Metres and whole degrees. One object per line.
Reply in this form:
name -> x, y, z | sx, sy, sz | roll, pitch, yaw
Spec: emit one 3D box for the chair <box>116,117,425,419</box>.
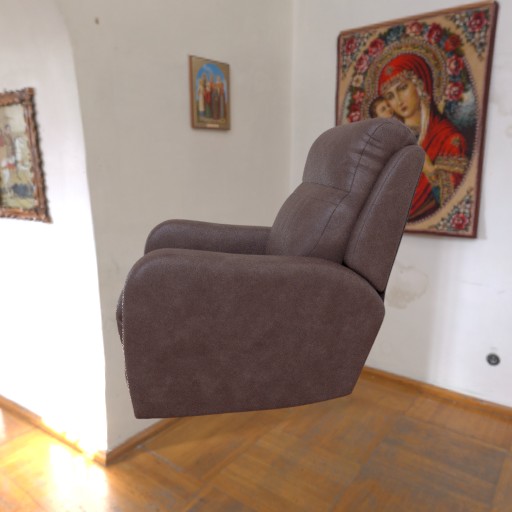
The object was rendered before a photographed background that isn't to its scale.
chair -> 0.000, 0.000, 1.830 | 1.067, 1.067, 0.865 | -2, 13, -8
